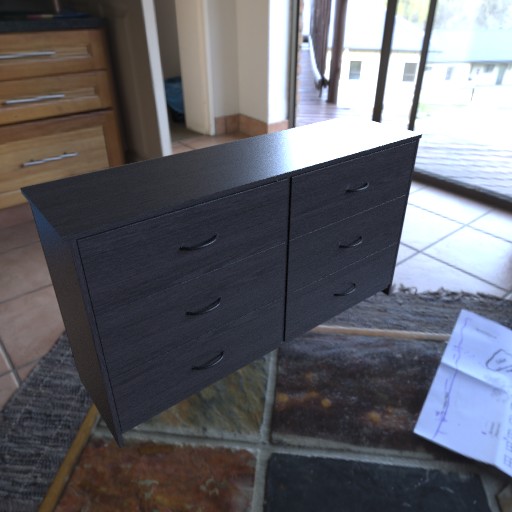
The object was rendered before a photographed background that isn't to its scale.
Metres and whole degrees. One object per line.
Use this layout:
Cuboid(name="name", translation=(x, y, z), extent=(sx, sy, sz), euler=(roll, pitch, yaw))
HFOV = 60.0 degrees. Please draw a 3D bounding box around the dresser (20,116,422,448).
Cuboid(name="dresser", translation=(0.000, 0.000, 1.654), extent=(1.360, 0.755, 0.401), euler=(-22, 37, -32))
